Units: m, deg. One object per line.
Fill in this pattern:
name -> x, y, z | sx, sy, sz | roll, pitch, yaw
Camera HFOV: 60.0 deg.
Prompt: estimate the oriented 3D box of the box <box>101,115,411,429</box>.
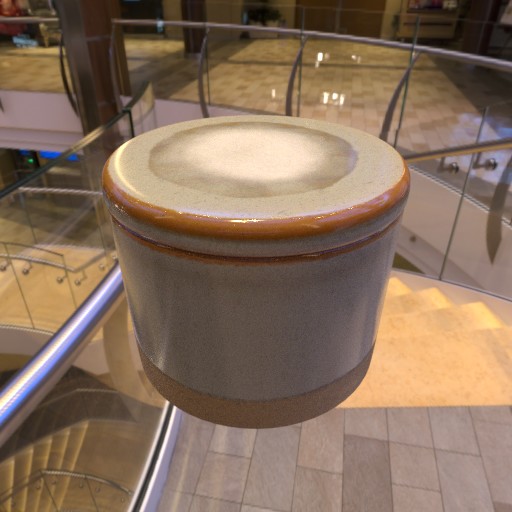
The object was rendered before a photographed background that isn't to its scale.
box -> 0.000, 0.000, 0.207 | 0.123, 0.100, 0.123 | 0, 32, 0
